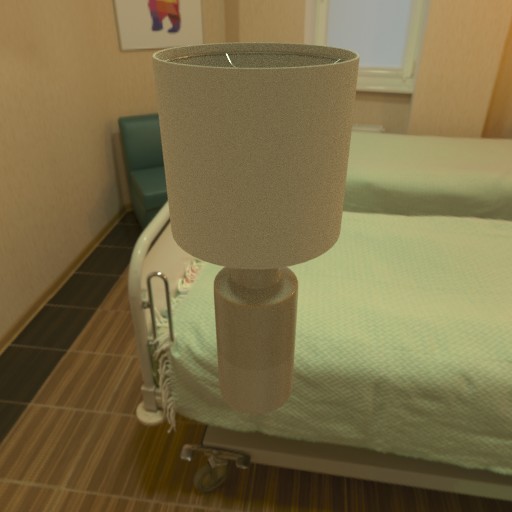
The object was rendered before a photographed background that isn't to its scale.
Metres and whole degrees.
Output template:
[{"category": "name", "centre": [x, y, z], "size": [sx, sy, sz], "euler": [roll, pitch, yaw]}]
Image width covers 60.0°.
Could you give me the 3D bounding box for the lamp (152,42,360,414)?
[{"category": "lamp", "centre": [0.000, 0.000, 0.588], "size": [0.212, 0.493, 0.212], "euler": [-11, 33, -18]}]
